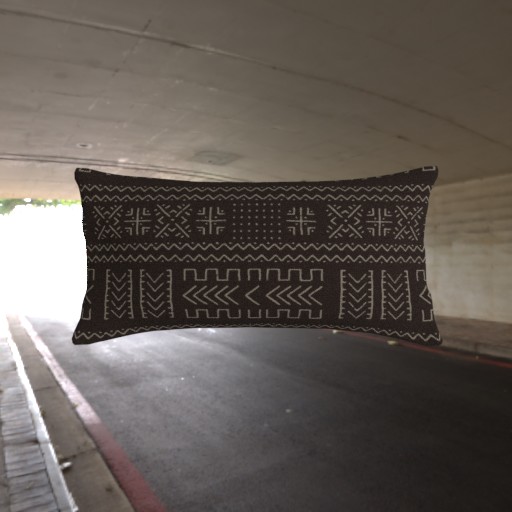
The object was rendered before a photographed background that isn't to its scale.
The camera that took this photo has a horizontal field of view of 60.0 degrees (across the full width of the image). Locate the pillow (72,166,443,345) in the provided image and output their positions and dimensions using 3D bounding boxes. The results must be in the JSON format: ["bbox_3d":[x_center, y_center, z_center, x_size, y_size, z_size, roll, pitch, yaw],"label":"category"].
[{"bbox_3d":[0.000,0.000,0.790,0.667,0.322,0.135,0,-1,1],"label":"pillow"}]
